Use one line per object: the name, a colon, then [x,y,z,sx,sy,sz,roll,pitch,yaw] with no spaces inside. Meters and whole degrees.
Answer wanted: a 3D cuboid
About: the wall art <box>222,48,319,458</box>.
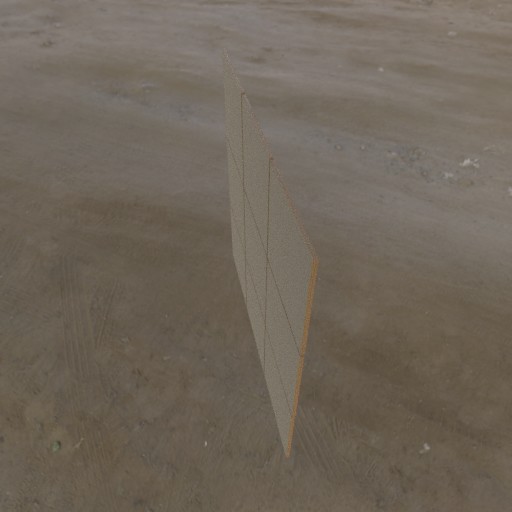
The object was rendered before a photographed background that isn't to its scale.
wall art: [0.000,0.000,1.386,0.010,0.917,0.919,-9,47,-9]
